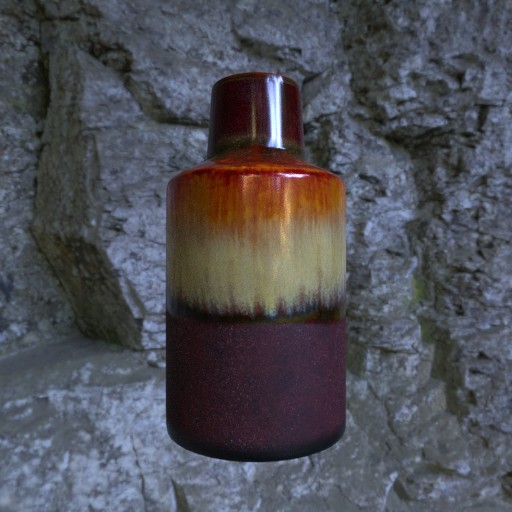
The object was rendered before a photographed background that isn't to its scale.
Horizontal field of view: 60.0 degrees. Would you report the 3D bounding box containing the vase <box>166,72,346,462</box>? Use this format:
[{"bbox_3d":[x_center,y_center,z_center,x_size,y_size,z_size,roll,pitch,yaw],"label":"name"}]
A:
[{"bbox_3d":[0.000,0.000,0.270,0.108,0.204,0.108,0,0,0],"label":"vase"}]
